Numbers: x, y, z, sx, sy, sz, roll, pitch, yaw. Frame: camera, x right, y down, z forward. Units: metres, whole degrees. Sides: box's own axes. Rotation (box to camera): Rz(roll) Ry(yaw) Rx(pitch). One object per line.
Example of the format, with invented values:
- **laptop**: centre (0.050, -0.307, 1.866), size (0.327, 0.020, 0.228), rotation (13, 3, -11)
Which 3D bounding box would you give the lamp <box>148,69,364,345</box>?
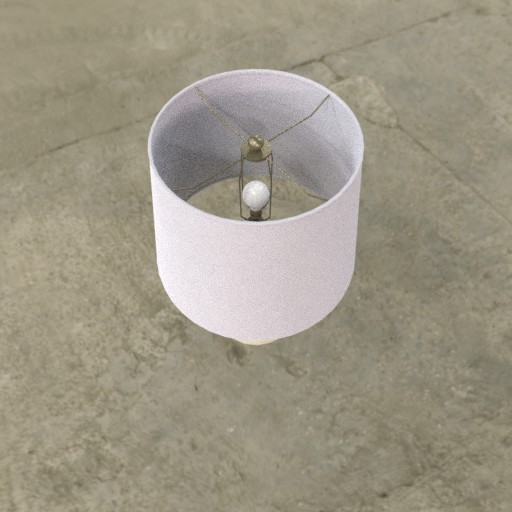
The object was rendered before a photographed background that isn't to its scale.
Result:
- **lamp**: centre (0.000, 0.000, 0.557), size (0.239, 0.399, 0.239), rotation (0, 59, 0)
